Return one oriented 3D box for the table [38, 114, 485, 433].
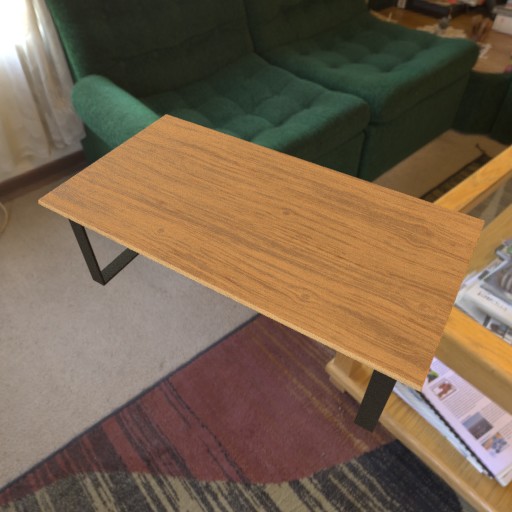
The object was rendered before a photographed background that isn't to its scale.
[{"bbox_3d":[0.000,0.000,1.639,1.331,0.445,0.693,24,51,21],"label":"table"}]
